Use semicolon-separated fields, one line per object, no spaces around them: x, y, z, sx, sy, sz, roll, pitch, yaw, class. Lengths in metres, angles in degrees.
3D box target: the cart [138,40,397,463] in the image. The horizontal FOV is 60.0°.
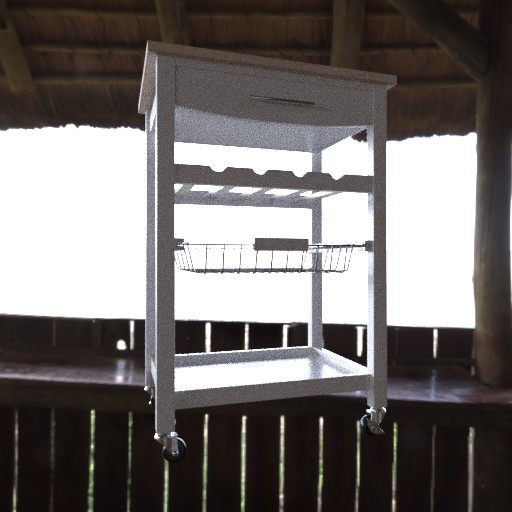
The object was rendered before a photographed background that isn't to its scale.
0.000;0.000;1.158;0.578;0.857;0.406;0;0;-17;cart
